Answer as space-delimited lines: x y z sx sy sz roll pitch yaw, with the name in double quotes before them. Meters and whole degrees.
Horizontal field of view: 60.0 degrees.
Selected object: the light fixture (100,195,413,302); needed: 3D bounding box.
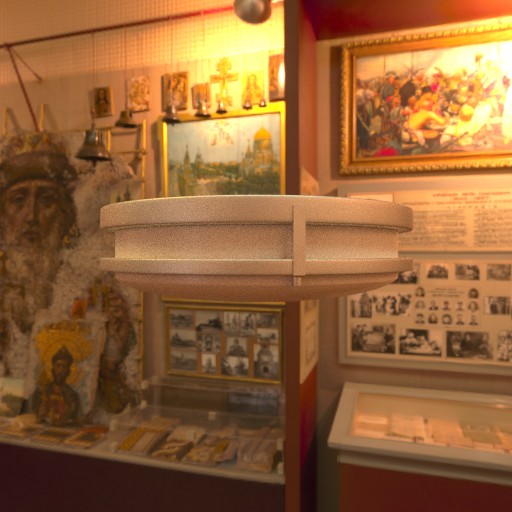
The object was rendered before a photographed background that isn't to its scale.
"light fixture" 0.000 0.000 0.533 0.356 0.102 0.356 0 0 0
